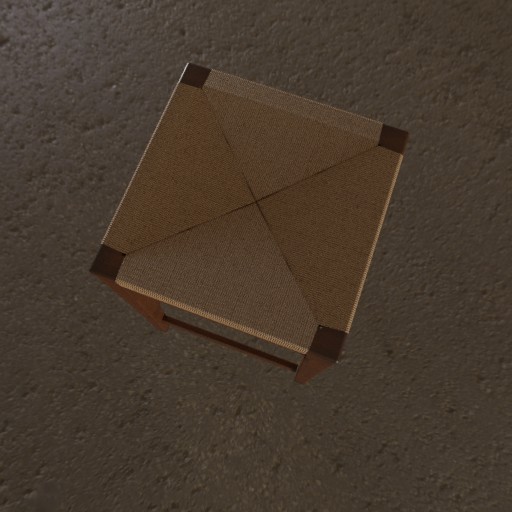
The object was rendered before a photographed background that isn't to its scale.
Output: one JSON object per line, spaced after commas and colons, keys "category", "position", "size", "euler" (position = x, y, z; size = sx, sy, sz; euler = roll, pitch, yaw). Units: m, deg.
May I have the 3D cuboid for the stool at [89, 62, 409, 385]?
{"category": "stool", "position": [0.000, 0.000, 1.118], "size": [0.507, 0.762, 0.497], "euler": [20, 76, 5]}
